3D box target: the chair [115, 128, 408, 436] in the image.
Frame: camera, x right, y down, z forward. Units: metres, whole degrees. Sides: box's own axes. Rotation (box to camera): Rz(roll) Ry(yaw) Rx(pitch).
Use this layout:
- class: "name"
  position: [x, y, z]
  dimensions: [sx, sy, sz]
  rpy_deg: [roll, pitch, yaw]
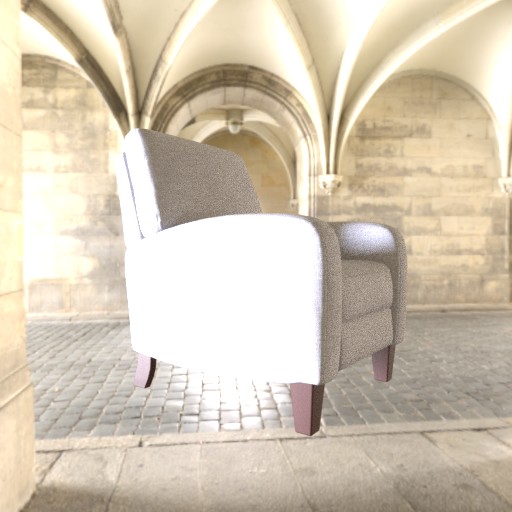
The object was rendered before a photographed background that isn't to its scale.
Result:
- class: "chair"
  position: [0.000, 0.000, 1.746]
  dimensions: [0.990, 0.990, 0.762]
  rpy_deg: [1, 2, 36]
